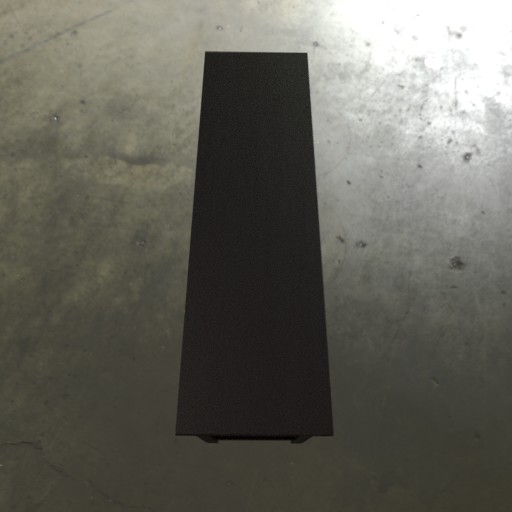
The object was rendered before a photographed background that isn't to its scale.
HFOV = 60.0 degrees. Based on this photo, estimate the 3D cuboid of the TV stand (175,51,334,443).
[{"bbox_3d":[0.000,0.000,1.527,0.347,0.681,1.198,0,64,0],"label":"TV stand"}]
